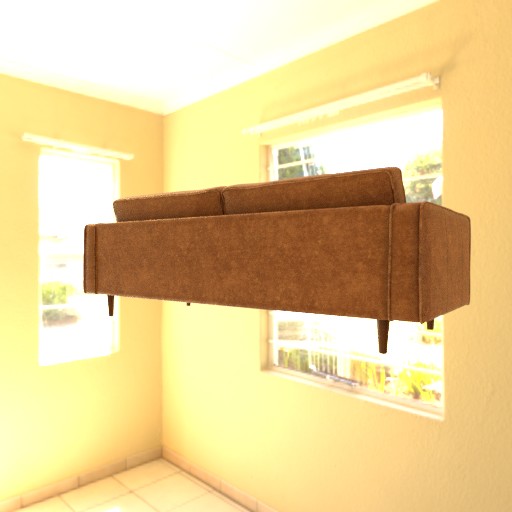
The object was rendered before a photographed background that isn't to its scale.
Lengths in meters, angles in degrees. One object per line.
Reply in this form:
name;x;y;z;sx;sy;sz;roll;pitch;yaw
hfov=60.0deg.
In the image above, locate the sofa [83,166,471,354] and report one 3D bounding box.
sofa;0.000;0.000;2.606;2.199;0.779;0.886;0;0;36
